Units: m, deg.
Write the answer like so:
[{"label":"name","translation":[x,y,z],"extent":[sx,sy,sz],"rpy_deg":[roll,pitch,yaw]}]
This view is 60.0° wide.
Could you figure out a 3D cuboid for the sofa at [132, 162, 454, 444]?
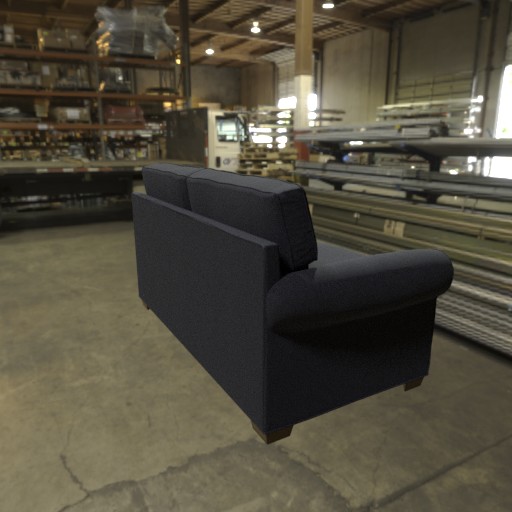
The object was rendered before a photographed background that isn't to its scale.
[{"label":"sofa","translation":[0.000,0.000,2.580],"extent":[0.951,1.031,2.009],"rpy_deg":[-8,17,-29]}]
